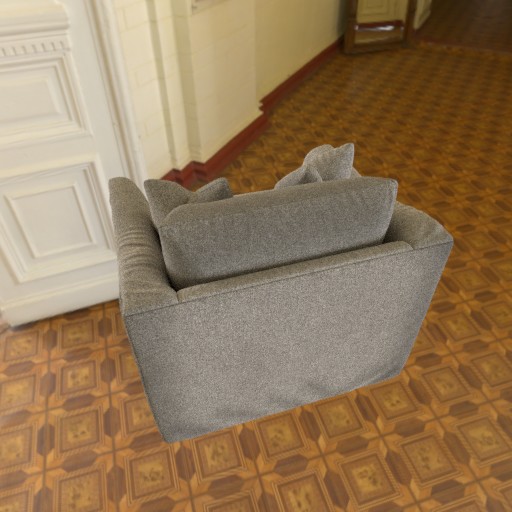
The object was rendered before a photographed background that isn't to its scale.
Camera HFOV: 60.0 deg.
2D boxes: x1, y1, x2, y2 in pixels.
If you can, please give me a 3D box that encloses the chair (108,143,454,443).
[{"bbox_3d":[0.000,0.000,2.055,1.194,1.059,1.071,-12,44,-13],"label":"chair"}]
